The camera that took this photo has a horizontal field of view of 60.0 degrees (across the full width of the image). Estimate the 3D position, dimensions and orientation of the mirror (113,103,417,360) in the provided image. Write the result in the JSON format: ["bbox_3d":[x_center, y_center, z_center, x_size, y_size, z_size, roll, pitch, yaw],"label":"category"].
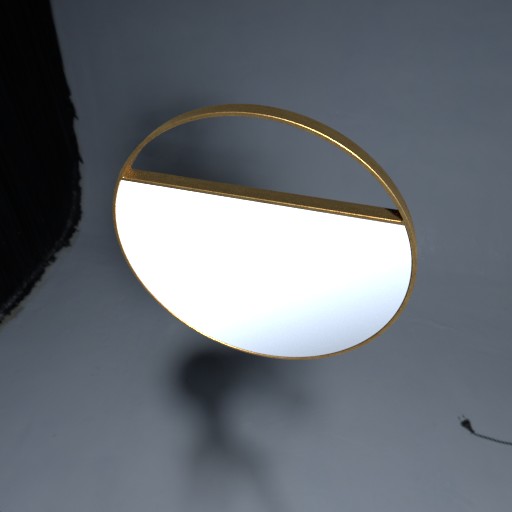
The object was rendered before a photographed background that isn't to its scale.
[{"bbox_3d":[0.000,0.000,0.827,0.565,0.565,0.032,11,42,12],"label":"mirror"}]
